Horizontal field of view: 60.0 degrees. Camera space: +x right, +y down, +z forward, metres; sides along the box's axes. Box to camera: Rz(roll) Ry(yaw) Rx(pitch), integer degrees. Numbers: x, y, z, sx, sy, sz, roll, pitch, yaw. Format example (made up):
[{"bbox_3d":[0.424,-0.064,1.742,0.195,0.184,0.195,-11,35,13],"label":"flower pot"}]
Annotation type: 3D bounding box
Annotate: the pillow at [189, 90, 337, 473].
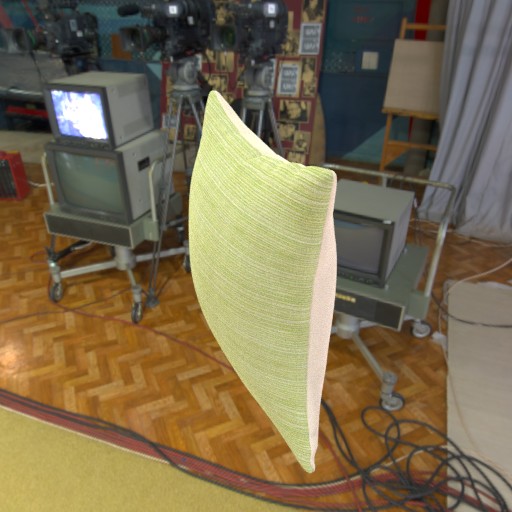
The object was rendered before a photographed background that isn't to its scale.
[{"bbox_3d":[0.000,0.000,0.800,0.229,0.487,0.560,-10,32,-16],"label":"pillow"}]
